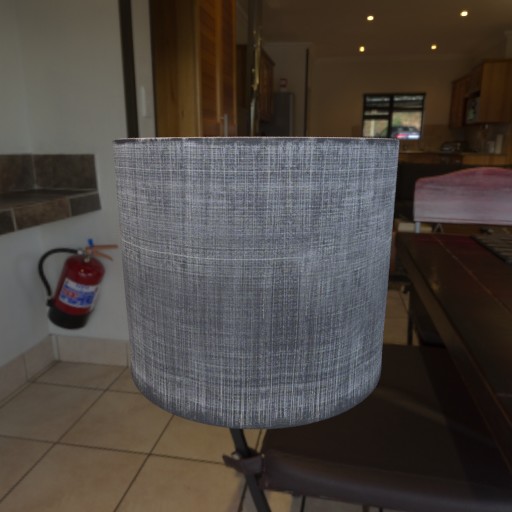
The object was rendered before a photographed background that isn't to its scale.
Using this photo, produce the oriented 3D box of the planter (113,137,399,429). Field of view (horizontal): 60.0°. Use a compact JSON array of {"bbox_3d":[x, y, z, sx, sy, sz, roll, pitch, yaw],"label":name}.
[{"bbox_3d":[0.000,0.000,0.438,0.254,0.221,0.254,0,14,0],"label":"planter"}]
